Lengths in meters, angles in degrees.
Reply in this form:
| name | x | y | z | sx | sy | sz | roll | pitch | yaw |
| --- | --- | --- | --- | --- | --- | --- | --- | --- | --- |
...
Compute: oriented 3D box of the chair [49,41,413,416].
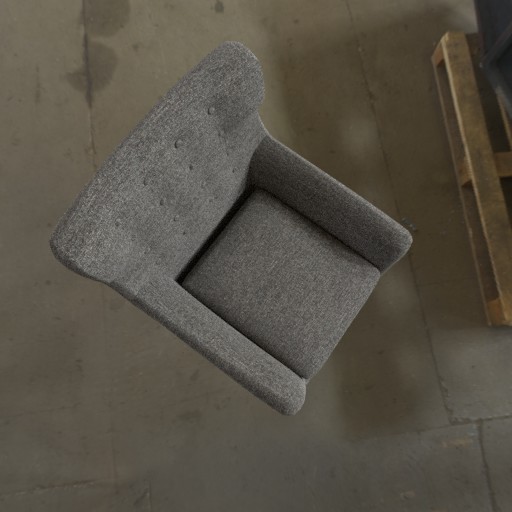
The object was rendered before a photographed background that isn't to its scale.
| name | x | y | z | sx | sy | sz | roll | pitch | yaw |
| --- | --- | --- | --- | --- | --- | --- | --- | --- | --- |
| chair | 0.000 | 0.000 | 1.752 | 0.940 | 1.039 | 0.889 | 36 | 79 | 8 |
